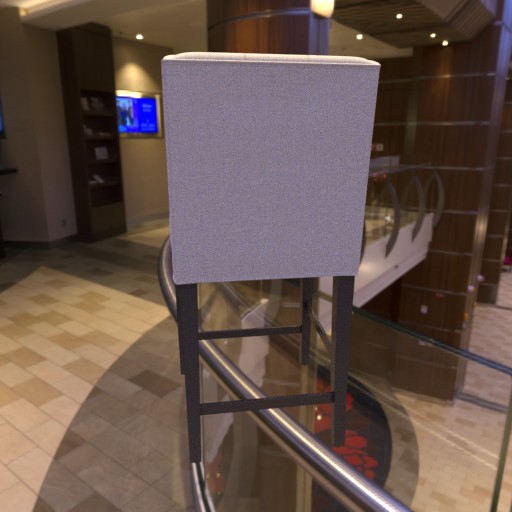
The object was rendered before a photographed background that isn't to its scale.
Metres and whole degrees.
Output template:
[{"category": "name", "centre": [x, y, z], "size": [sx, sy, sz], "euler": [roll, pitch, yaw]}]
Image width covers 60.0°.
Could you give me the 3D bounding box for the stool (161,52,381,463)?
[{"category": "stool", "centre": [0.000, 0.000, 1.210], "size": [0.474, 0.939, 0.509], "euler": [-2, 15, -9]}]
